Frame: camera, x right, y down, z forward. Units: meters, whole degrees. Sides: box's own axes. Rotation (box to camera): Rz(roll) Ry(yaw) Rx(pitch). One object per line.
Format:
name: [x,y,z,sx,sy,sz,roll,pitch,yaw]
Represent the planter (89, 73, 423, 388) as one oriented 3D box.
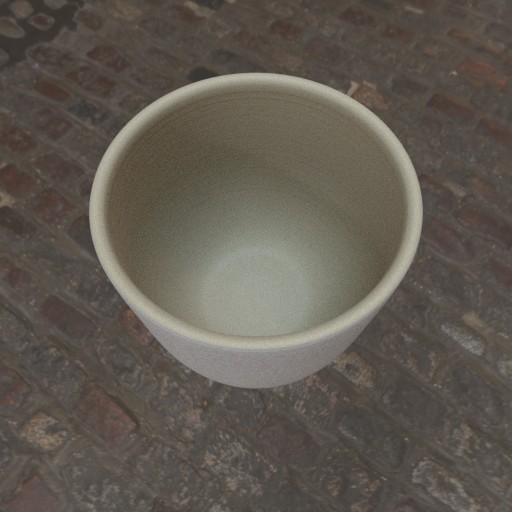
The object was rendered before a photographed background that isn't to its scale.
planter: [0.000,0.000,0.363,0.208,0.190,0.208,0,63,0]
